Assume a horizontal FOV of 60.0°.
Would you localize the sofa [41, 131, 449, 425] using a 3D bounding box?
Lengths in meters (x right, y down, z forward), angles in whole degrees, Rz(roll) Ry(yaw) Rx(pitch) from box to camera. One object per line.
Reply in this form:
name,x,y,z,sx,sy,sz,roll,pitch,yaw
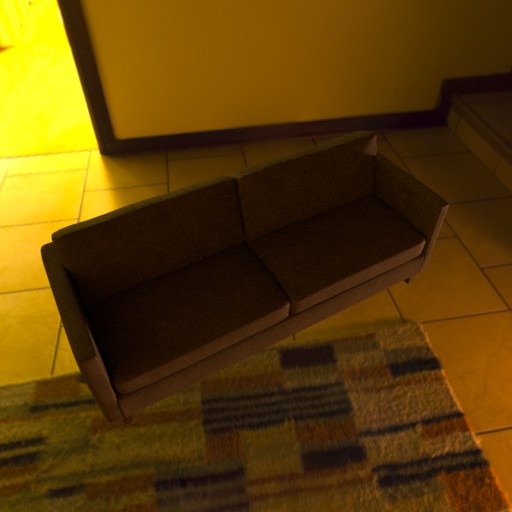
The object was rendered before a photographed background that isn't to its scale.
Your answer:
sofa,0.000,0.000,2.930,2.434,0.965,0.951,-22,49,-21
